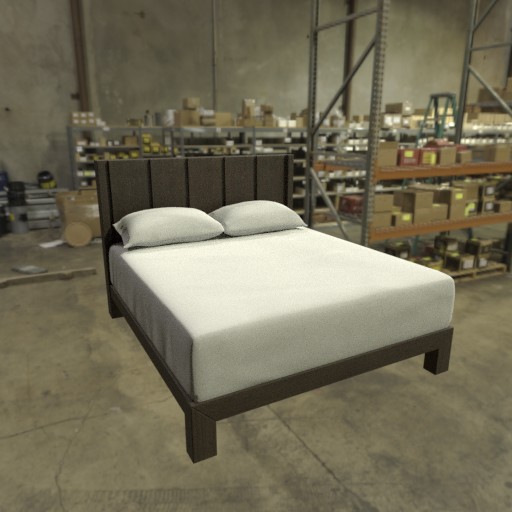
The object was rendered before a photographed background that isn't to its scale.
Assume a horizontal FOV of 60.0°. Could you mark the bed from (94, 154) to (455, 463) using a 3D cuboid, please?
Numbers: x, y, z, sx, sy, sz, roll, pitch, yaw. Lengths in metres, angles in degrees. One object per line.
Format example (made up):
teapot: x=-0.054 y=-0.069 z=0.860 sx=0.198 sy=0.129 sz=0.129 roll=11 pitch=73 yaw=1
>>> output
bed: x=0.000 y=0.000 z=3.108 sx=1.735 sy=1.261 sz=1.992 roll=-8 pitch=18 yaw=-27
